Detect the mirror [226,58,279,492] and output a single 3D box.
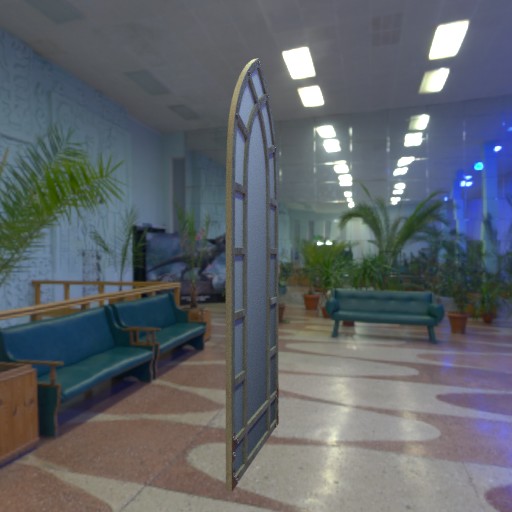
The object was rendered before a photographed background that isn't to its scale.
[{"bbox_3d":[0.000,0.000,1.326,0.025,1.175,0.464,0,0,17],"label":"mirror"}]
